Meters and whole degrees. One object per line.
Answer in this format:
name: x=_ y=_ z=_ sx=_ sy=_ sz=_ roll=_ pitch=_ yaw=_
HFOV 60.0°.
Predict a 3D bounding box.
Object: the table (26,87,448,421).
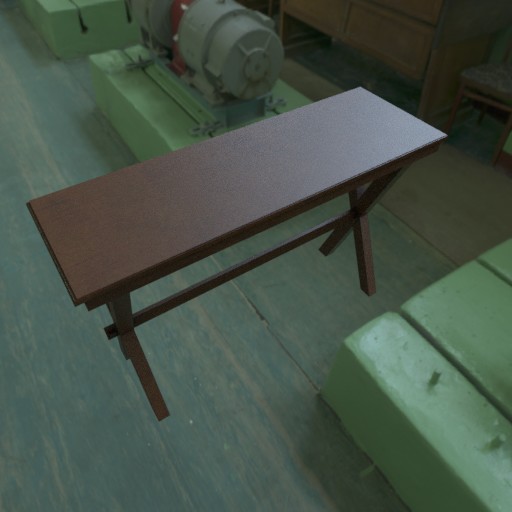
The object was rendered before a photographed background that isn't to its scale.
table: x=0.000 y=0.000 z=1.556 sx=1.197 sy=0.763 sz=0.399 roll=-26 pitch=52 yaw=-23
